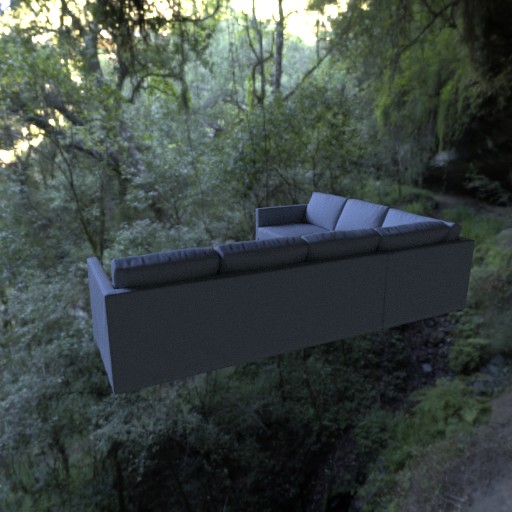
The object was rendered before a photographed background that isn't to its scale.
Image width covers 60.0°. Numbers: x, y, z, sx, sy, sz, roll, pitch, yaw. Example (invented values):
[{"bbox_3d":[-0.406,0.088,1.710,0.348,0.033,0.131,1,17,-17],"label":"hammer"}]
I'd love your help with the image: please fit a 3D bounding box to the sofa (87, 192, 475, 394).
[{"bbox_3d":[0.000,0.000,4.365,3.182,0.871,2.432,-7,17,-25],"label":"sofa"}]
